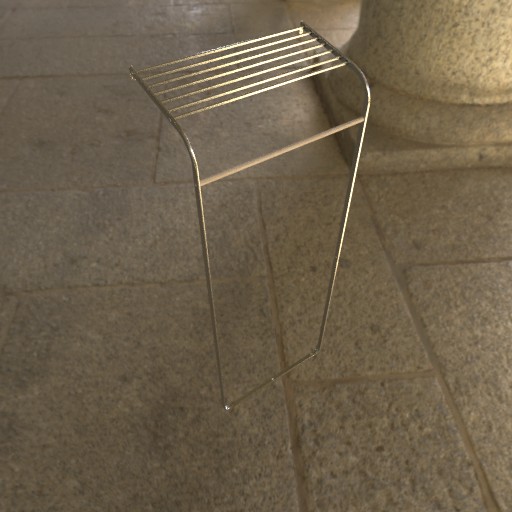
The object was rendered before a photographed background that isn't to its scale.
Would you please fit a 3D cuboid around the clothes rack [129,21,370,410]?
[{"bbox_3d":[0.000,0.000,1.804,0.609,1.574,0.349,-26,52,-22],"label":"clothes rack"}]
